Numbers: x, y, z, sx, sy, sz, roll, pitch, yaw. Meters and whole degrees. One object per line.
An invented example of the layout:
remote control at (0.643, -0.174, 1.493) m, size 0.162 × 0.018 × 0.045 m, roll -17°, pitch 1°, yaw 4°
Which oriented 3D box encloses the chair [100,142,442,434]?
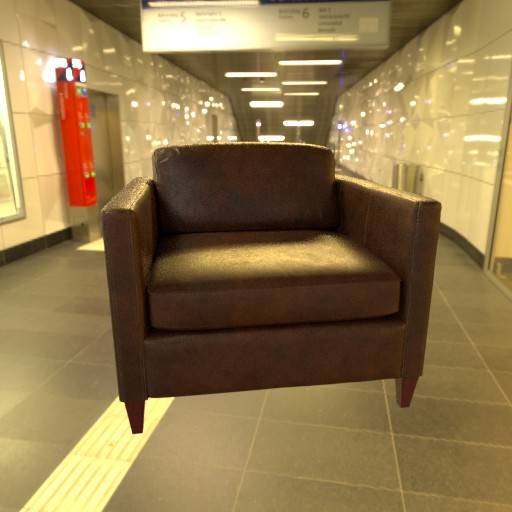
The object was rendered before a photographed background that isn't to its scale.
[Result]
chair at (0.000, 0.000, 1.749) m, size 0.990 × 0.864 × 0.975 m, roll -2°, pitch 15°, yaw -9°
